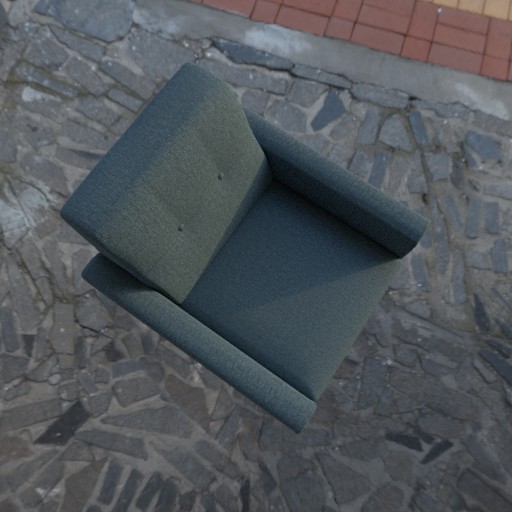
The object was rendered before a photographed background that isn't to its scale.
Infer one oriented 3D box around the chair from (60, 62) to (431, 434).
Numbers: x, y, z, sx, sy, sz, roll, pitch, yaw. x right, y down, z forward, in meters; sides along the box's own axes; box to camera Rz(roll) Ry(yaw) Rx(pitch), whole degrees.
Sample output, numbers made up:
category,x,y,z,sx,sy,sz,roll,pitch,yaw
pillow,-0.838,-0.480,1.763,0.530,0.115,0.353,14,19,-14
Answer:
category,x,y,z,sx,sy,sz,roll,pitch,yaw
chair,0.000,0.000,1.686,0.964,0.940,0.880,34,78,8
